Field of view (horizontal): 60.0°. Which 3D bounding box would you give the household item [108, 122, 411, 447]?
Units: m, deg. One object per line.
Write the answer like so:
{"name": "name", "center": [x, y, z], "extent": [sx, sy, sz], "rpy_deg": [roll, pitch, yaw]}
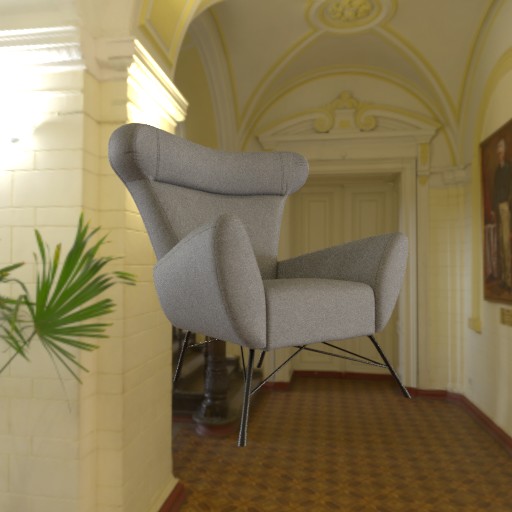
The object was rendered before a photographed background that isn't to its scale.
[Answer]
{"name": "household item", "center": [0.000, 0.000, 1.781], "extent": [0.980, 1.050, 0.900], "rpy_deg": [1, -2, -36]}
